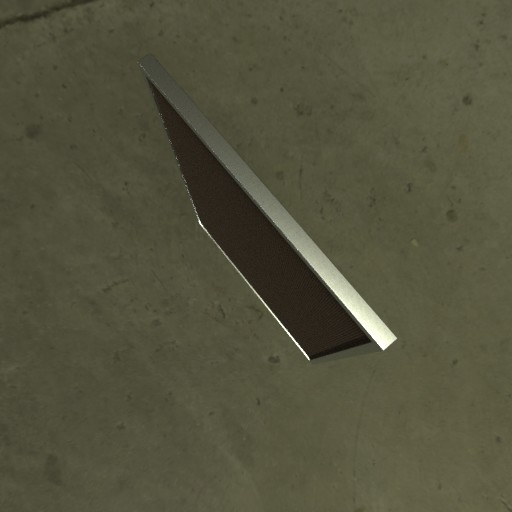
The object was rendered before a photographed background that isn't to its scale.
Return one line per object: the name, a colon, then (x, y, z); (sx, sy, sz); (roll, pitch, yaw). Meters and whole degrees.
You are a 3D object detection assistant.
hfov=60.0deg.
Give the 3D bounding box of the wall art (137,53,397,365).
wall art: (0.000, 0.000, 1.412); (0.037, 1.062, 0.801); (-37, 78, -9)
